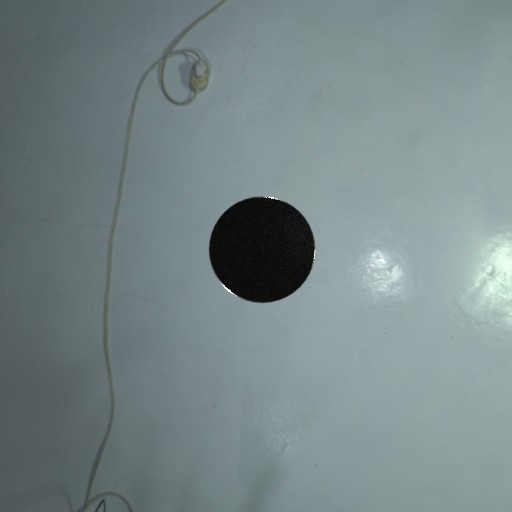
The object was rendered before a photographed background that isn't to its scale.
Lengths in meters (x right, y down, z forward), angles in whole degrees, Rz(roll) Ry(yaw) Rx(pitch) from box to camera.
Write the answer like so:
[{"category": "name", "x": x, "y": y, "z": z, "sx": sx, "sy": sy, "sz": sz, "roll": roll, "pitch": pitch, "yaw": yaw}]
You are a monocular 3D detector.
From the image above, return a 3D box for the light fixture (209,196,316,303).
[{"category": "light fixture", "x": 0.000, "y": 0.000, "z": 0.840, "sx": 0.139, "sy": 0.764, "sz": 0.139, "roll": 0, "pitch": 89, "yaw": -1}]
